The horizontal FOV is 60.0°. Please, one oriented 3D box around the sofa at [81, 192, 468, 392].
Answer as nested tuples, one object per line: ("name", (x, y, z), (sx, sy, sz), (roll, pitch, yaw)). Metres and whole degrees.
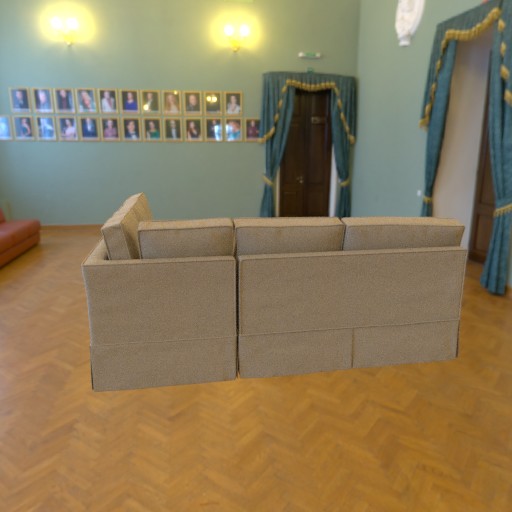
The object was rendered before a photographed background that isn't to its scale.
("sofa", (0.000, 0.000, 4.345), (2.730, 1.124, 2.733), (-2, 14, -10))
